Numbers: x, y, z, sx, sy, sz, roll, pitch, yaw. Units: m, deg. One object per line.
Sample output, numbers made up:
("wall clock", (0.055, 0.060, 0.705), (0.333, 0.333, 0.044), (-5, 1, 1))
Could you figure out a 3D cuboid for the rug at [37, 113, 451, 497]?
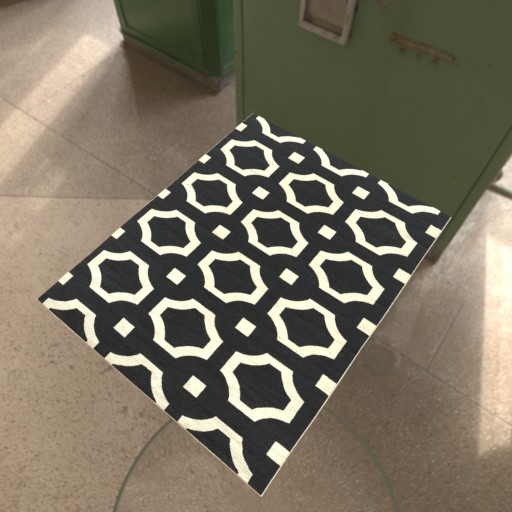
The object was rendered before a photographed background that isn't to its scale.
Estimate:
("rug", (0.000, 0.000, 4.088), (2.466, 0.021, 3.049), (33, 64, 19))
